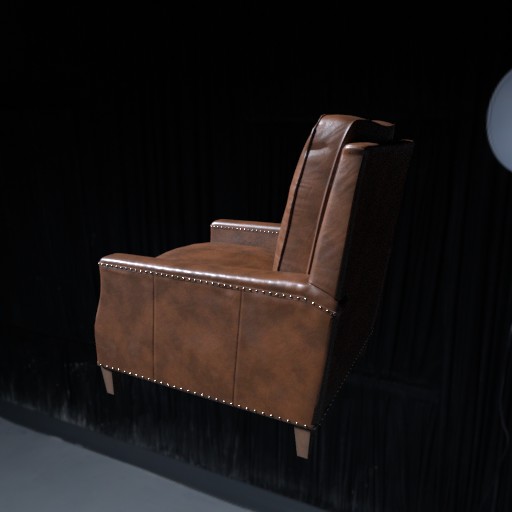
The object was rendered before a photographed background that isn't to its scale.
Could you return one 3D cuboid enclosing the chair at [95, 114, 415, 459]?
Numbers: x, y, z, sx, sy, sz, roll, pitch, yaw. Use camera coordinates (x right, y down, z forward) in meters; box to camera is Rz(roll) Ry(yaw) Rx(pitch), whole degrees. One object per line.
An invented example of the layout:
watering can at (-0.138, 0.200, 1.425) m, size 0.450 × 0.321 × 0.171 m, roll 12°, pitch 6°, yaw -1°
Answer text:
chair at (0.000, 0.000, 1.781) m, size 1.035 × 1.054 × 0.854 m, roll 7°, pitch 17°, yaw 25°
